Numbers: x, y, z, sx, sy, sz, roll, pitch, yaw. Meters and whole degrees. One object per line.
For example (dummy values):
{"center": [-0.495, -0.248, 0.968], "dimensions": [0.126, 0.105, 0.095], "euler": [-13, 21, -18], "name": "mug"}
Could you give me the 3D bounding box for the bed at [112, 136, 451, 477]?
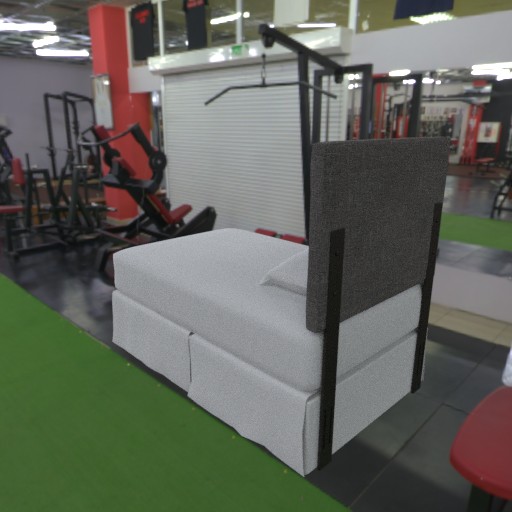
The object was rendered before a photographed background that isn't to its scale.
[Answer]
{"center": [0.000, 0.000, 2.980], "dimensions": [1.261, 1.571, 1.997], "euler": [-15, 22, -41], "name": "bed"}
